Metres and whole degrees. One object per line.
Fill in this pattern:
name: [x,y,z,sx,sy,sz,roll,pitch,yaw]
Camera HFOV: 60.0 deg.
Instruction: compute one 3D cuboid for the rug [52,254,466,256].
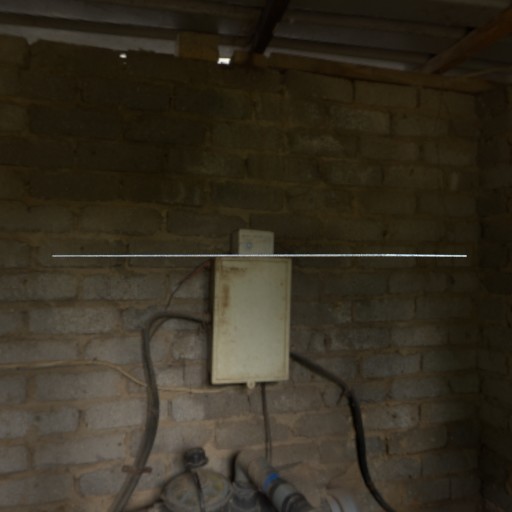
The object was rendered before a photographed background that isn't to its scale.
rug: [0.000,0.000,2.938,2.286,0.006,1.522,0,0,36]
